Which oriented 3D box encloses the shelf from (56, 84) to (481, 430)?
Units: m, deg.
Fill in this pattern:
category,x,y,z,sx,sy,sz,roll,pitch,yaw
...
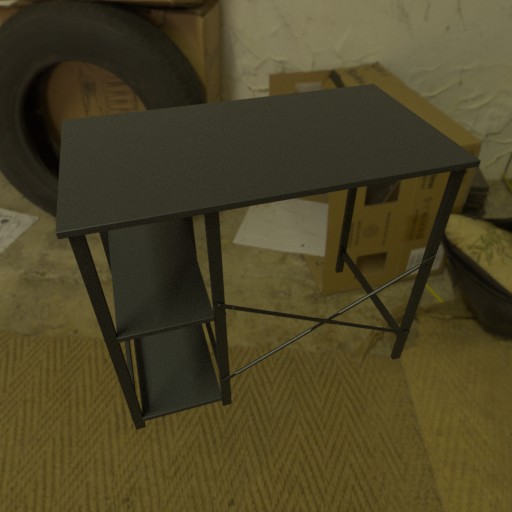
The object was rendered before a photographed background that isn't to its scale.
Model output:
category,x,y,z,sx,sy,sz,roll,pitch,yaw
shelf,0.000,0.000,1.317,0.902,0.749,0.498,-11,42,-13
